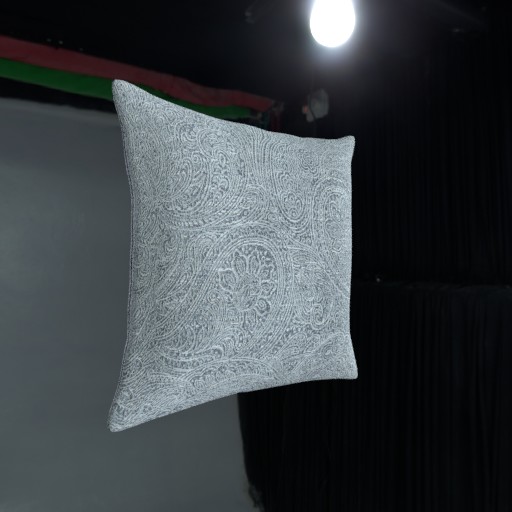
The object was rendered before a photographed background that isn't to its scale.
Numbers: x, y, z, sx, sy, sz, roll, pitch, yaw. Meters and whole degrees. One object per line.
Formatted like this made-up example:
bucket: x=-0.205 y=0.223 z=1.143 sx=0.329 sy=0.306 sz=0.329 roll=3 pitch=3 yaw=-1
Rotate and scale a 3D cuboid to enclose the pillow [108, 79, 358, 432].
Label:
pillow: x=0.000 y=0.000 z=0.784 sx=0.523 sy=0.510 sz=0.166 roll=0 pitch=-1 yaw=-36
